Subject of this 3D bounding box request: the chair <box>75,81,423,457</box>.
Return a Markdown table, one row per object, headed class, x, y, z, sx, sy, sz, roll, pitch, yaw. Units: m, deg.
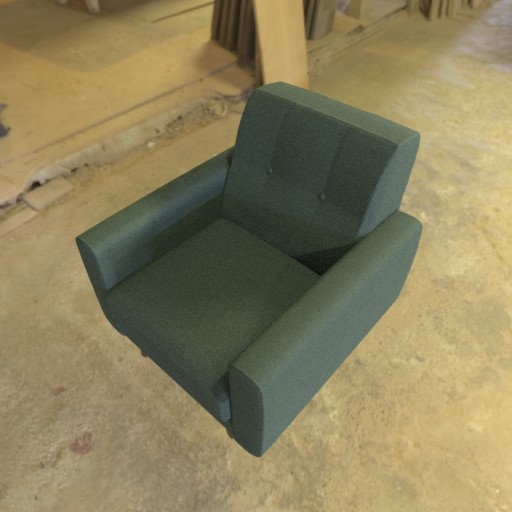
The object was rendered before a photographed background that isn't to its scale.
| class | x | y | z | sx | sy | sz | roll | pitch | yaw |
| --- | --- | --- | --- | --- | --- | --- | --- | --- | --- |
| chair | 0.000 | 0.000 | 1.550 | 0.831 | 0.841 | 0.909 | 32 | 53 | 28 |
